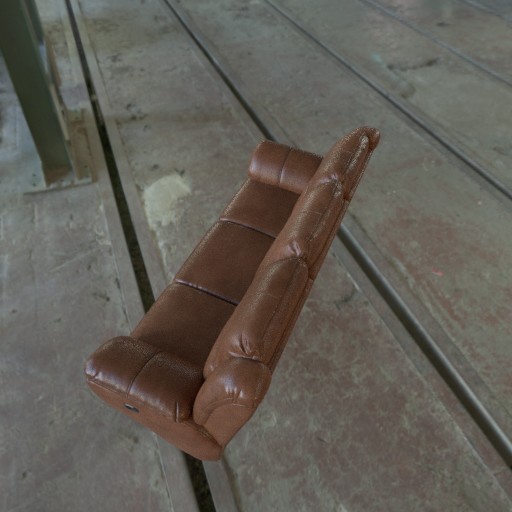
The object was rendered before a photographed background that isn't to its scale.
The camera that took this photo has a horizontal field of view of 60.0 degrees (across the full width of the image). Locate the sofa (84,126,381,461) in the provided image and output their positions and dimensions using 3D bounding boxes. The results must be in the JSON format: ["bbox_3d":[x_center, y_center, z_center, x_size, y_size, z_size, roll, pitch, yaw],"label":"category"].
[{"bbox_3d":[0.000,0.000,2.871,0.991,1.043,2.337,18,49,16],"label":"sofa"}]
